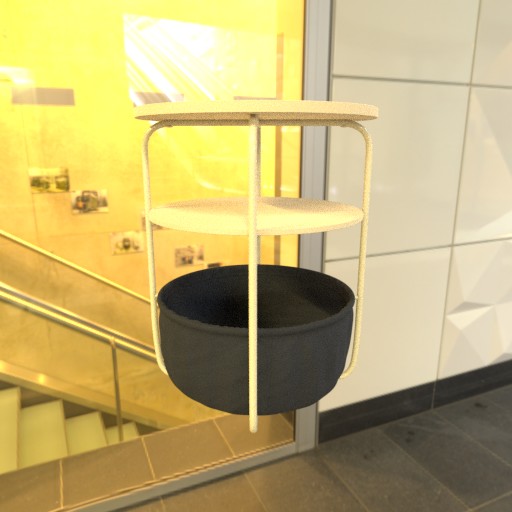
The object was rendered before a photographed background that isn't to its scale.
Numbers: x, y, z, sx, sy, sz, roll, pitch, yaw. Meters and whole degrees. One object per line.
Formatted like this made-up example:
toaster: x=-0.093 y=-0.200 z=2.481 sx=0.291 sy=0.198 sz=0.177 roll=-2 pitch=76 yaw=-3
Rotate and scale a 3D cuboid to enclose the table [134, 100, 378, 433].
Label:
table: x=0.000 y=0.000 z=0.851 sx=0.418 sy=0.532 sz=0.418 roll=-13 pitch=20 yaw=-42
